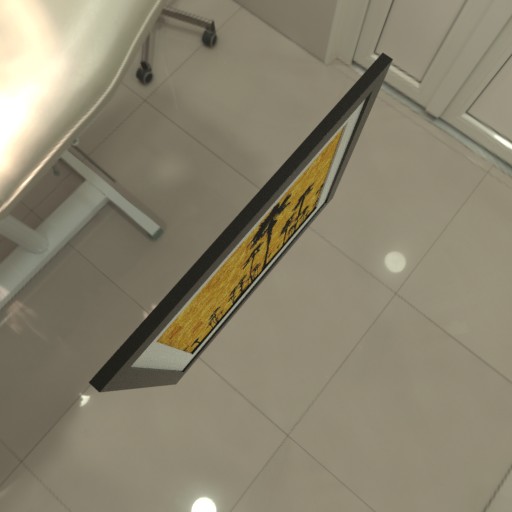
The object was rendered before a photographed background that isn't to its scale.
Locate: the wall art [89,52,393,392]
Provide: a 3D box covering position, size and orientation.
[{"bbox_3d":[0.000,0.000,0.531,0.012,0.332,0.383,39,78,10],"label":"wall art"}]
